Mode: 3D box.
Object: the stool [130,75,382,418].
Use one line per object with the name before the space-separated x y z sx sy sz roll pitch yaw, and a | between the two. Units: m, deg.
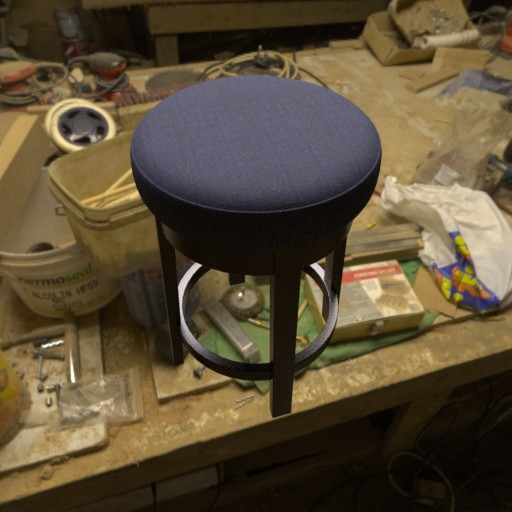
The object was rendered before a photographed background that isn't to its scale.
stool | 0.000 0.000 0.970 0.449 0.655 0.449 0 46 0
